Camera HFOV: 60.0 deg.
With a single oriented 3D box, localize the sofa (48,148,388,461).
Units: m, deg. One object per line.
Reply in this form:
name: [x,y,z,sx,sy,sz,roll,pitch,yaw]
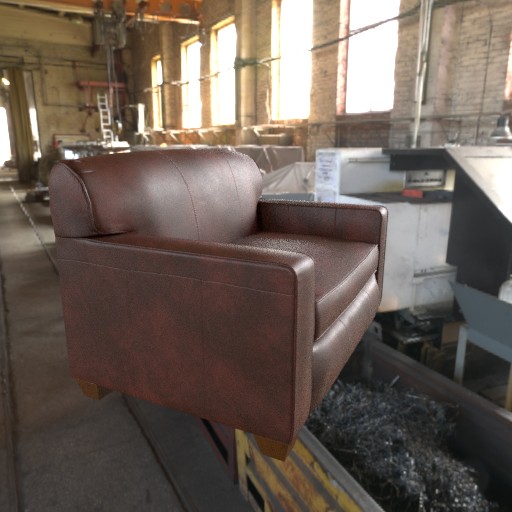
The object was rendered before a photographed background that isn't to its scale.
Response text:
sofa: [0.000,0.000,2.040,1.000,0.956,1.413,7,16,25]
